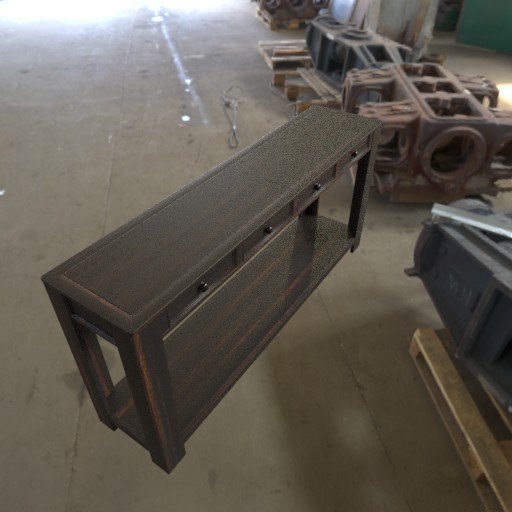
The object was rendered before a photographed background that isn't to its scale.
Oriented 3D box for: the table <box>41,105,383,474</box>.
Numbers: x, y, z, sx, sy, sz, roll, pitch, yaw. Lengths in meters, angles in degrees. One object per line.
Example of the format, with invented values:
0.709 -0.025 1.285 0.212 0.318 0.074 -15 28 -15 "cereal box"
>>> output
0.000 0.000 1.944 0.384 0.762 1.631 24 45 26 "table"
